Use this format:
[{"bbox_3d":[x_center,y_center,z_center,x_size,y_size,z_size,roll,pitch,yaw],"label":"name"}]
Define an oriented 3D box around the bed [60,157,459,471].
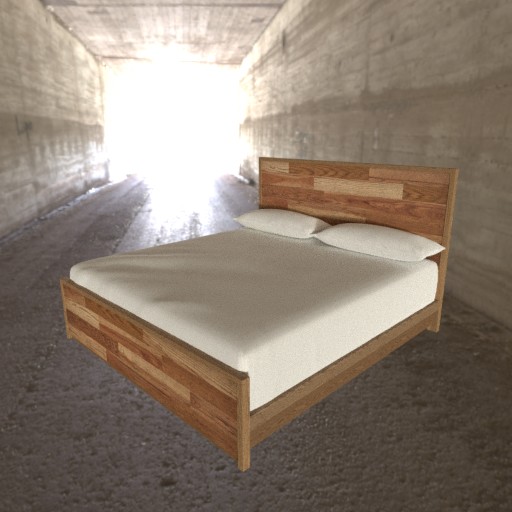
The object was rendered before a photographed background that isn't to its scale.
[{"bbox_3d":[0.000,0.000,3.361,2.184,1.295,2.013,-15,22,-43],"label":"bed"}]
